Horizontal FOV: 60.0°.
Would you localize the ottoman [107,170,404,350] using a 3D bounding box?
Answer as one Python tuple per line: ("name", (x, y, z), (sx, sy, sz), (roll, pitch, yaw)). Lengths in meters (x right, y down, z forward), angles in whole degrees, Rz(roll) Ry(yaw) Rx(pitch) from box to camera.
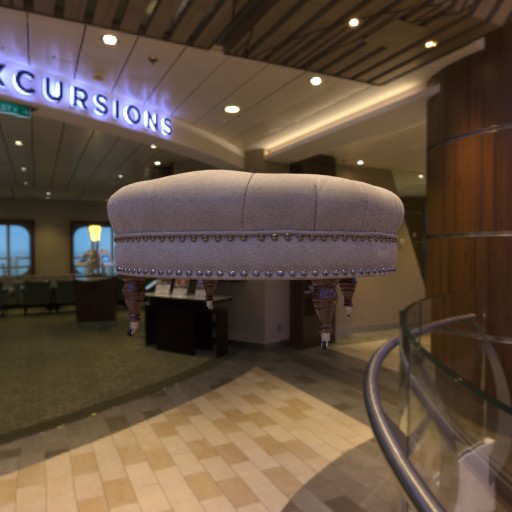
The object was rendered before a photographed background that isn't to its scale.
("ottoman", (0.000, 0.000, 1.405), (0.901, 0.439, 0.901), (0, 1, 0))
